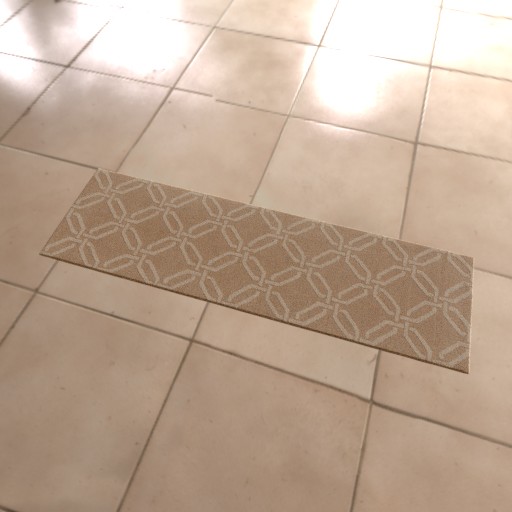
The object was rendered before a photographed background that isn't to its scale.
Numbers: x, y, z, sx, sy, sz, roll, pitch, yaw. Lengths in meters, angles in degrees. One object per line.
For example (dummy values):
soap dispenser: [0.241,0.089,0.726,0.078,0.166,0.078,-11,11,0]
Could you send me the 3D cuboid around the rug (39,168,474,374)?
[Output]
rug: [0.000,0.000,2.415,2.276,0.014,0.678,14,58,9]
